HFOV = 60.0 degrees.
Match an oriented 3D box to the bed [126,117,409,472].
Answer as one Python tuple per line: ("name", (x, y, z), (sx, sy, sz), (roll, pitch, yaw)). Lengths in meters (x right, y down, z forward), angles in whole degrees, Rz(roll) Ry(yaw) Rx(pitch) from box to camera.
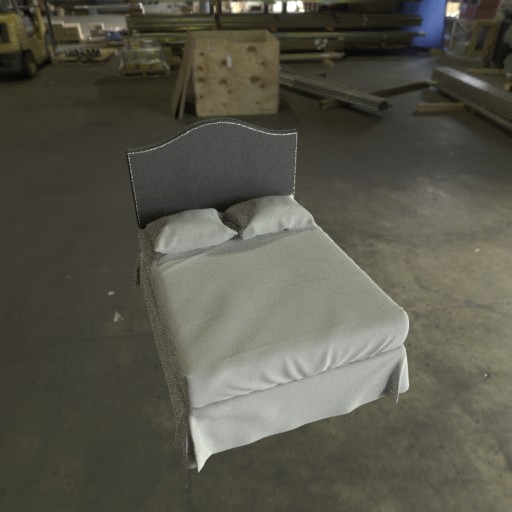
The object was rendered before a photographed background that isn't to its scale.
("bed", (0.000, 0.000, 3.528), (1.876, 1.645, 2.221), (-12, 35, -17))
